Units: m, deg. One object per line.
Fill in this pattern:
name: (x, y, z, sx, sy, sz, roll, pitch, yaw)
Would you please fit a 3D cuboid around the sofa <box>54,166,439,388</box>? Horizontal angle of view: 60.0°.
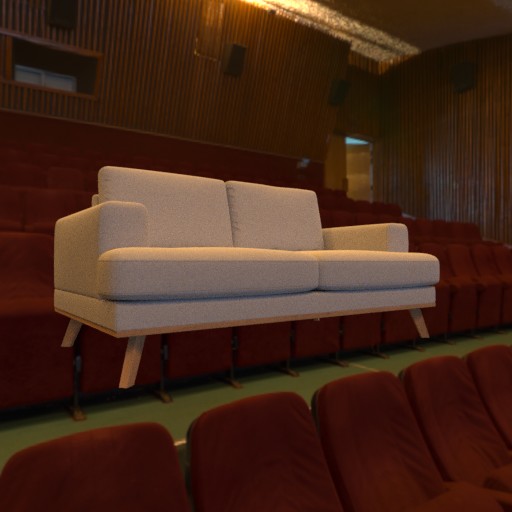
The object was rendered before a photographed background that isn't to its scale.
sofa: (0.000, 0.000, 2.108, 1.651, 0.810, 0.915, 1, -1, -35)
